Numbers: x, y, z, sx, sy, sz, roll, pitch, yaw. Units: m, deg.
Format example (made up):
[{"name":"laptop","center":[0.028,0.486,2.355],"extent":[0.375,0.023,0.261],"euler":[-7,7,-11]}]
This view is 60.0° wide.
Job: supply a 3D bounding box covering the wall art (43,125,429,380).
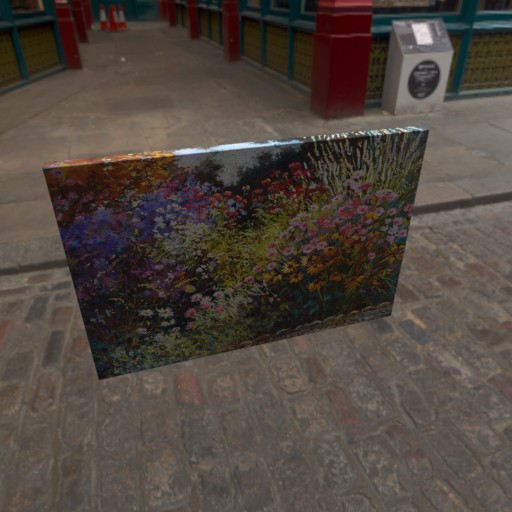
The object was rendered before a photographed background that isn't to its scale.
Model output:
[{"name":"wall art","center":[0.000,0.000,1.178],"extent":[0.908,0.604,0.037],"euler":[-9,33,-15]}]
